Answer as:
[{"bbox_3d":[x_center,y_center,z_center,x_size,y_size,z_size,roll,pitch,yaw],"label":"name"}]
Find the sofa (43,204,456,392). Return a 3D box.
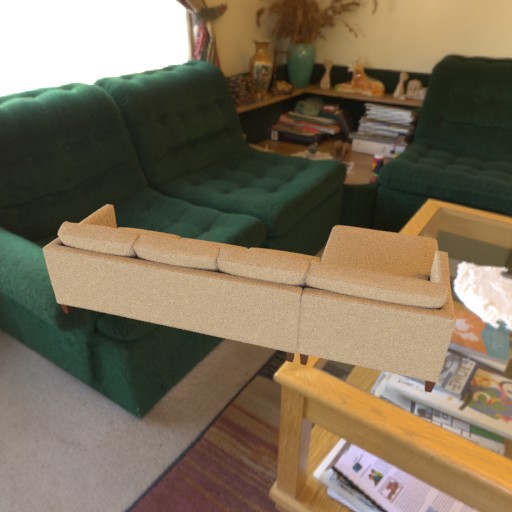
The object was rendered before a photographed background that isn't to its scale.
[{"bbox_3d":[0.000,0.000,4.008,3.186,0.846,1.625,9,32,15],"label":"sofa"}]
